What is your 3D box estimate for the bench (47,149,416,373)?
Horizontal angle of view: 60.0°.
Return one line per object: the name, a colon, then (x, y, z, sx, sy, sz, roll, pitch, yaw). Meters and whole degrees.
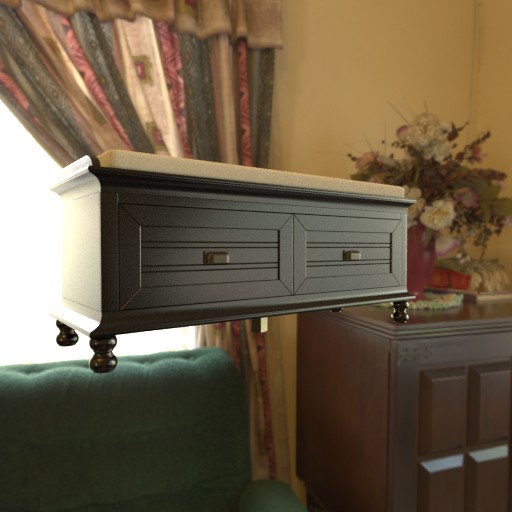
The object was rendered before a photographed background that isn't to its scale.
bench: (0.000, 0.000, 1.459, 1.185, 0.501, 0.402, -1, 2, -36)
